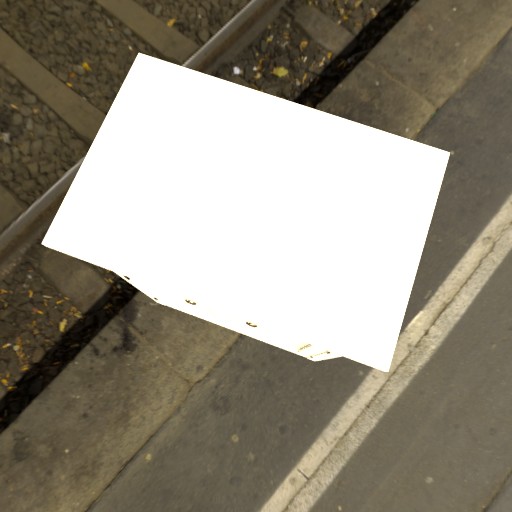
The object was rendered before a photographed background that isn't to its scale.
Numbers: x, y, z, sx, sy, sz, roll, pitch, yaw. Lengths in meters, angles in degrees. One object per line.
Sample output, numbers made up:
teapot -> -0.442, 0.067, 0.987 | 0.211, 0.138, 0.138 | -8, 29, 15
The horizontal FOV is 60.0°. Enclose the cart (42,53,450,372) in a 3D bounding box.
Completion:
cart -> 0.000, 0.000, 1.260 | 0.683, 0.864, 0.442 | 20, 76, 5
